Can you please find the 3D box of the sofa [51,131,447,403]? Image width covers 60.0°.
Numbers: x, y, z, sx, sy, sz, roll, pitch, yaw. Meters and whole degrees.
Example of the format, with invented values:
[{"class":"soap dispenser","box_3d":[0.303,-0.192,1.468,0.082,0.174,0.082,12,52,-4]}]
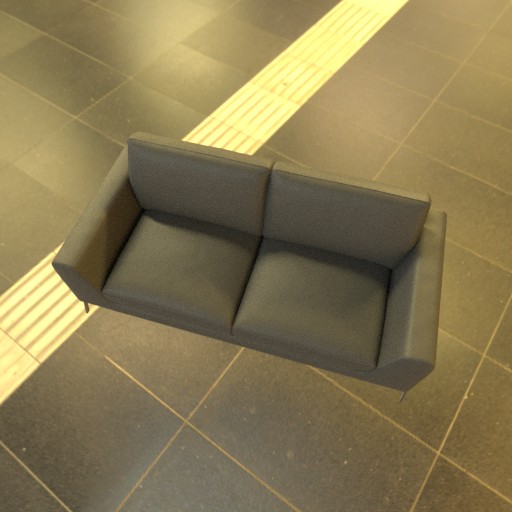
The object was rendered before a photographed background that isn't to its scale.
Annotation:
[{"class":"sofa","box_3d":[0.000,0.000,2.568,2.017,0.875,0.953,14,59,9]}]
